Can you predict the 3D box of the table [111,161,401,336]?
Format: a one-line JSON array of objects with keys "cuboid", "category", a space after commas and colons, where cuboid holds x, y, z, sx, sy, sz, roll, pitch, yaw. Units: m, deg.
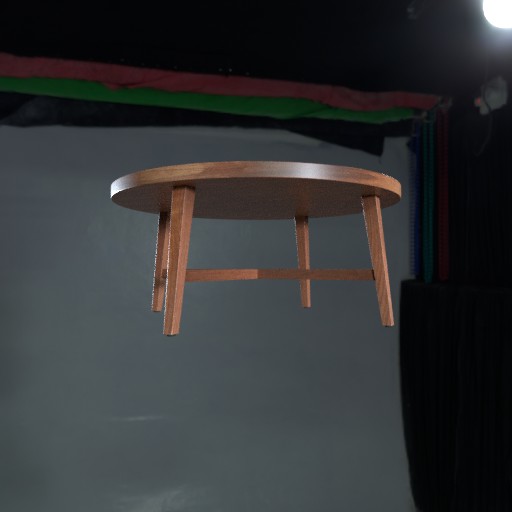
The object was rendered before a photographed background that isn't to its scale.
[{"cuboid": [0.000, 0.000, 1.282, 0.800, 0.360, 0.800, 0, -1, 0], "category": "table"}]
